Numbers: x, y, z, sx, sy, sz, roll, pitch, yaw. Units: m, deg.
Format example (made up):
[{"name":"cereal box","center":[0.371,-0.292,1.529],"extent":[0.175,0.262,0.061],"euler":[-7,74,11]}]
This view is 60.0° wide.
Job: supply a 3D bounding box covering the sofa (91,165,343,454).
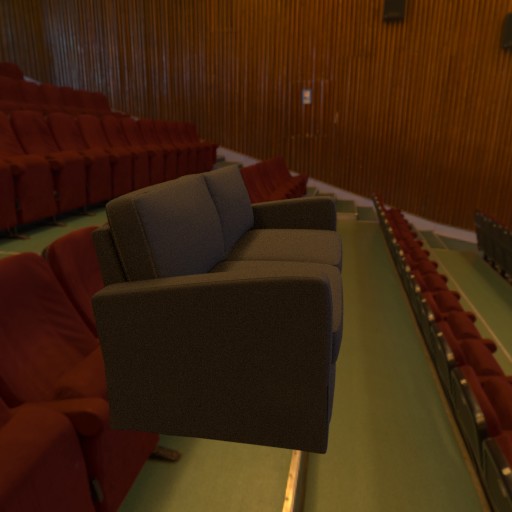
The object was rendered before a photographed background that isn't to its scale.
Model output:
[{"name":"sofa","center":[0.000,0.000,2.309],"extent":[0.898,0.839,1.852],"euler":[3,16,10]}]
